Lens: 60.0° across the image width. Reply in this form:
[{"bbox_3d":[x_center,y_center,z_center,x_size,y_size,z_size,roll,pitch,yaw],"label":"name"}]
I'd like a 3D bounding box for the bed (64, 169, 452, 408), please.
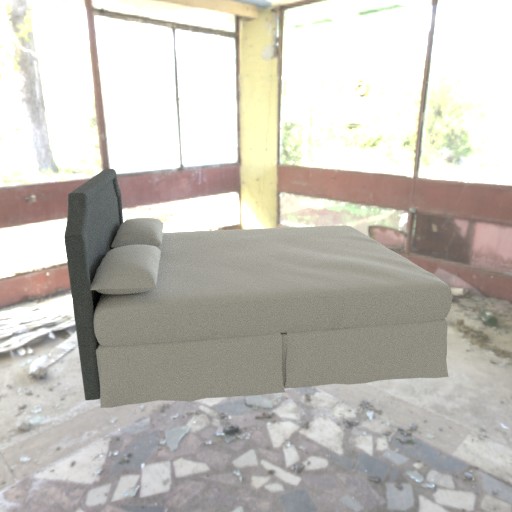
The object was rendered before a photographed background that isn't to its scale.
[{"bbox_3d":[0.000,0.000,3.612,2.464,1.306,1.977,-3,17,-9],"label":"bed"}]
